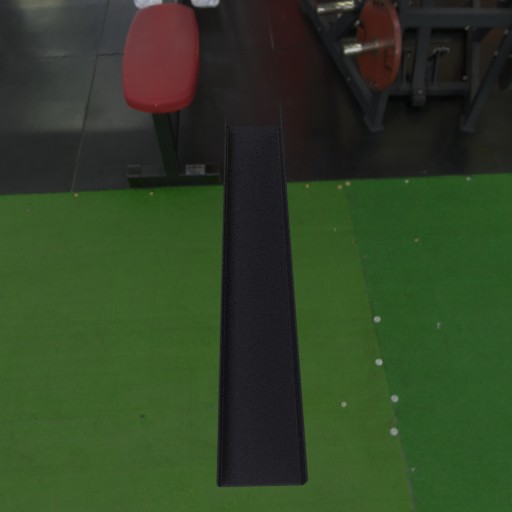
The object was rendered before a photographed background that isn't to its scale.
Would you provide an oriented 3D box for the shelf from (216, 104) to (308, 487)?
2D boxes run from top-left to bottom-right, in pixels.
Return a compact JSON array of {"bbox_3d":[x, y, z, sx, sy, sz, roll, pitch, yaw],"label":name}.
[{"bbox_3d":[0.000,0.000,0.659,0.102,0.053,0.605,-1,58,-1],"label":"shelf"}]
